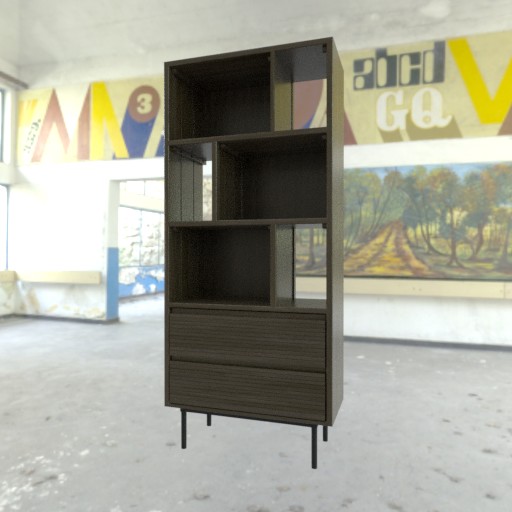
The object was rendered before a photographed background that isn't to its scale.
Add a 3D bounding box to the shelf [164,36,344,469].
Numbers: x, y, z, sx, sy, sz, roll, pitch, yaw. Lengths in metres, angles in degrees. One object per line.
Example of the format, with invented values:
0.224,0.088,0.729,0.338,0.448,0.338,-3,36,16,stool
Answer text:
0.000,0.000,1.813,0.670,1.545,0.323,0,0,18,shelf
